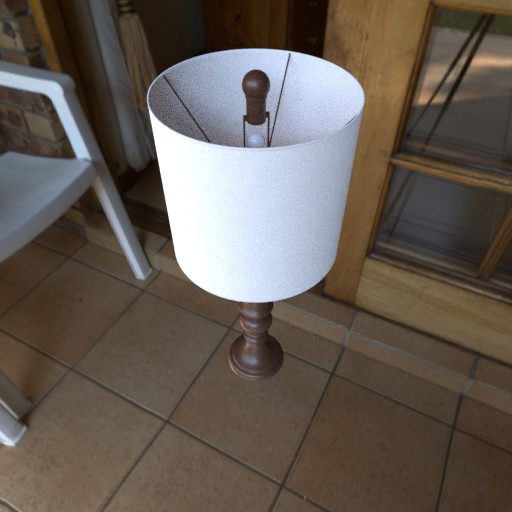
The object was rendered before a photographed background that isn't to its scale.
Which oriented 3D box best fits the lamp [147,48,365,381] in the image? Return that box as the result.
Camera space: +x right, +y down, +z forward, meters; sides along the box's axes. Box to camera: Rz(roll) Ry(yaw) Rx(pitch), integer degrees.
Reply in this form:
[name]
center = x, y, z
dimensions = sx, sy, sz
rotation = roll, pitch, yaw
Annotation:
[lamp]
center = 0.000, 0.000, 0.713
dimensions = 0.250, 0.597, 0.250
rotation = 16, 48, 15
